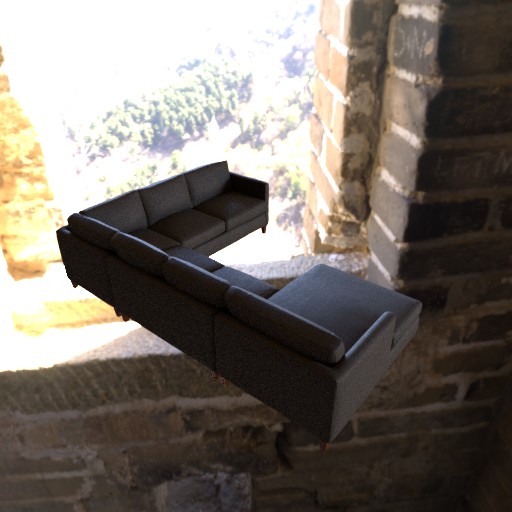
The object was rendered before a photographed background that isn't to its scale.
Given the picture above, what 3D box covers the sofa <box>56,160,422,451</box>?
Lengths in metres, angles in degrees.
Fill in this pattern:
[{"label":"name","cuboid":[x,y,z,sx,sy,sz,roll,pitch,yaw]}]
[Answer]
[{"label":"sofa","cuboid":[0.000,0.000,4.729,3.460,0.961,2.594,22,37,33]}]
